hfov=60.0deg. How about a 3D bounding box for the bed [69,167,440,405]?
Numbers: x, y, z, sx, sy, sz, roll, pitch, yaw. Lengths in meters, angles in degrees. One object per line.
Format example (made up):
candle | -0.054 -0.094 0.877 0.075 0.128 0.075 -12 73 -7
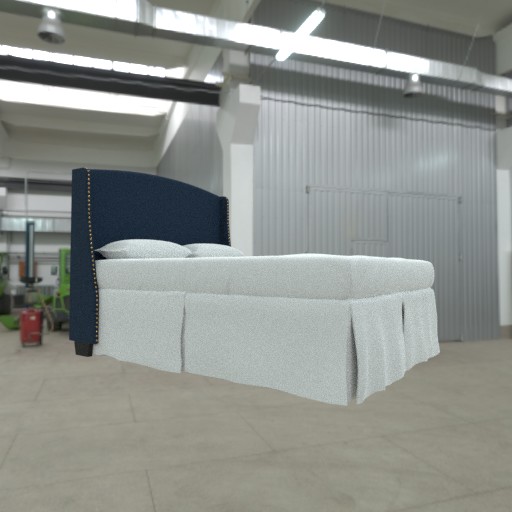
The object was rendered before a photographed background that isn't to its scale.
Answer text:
bed | 0.000 0.000 3.212 2.223 1.402 1.604 -1 -2 35
